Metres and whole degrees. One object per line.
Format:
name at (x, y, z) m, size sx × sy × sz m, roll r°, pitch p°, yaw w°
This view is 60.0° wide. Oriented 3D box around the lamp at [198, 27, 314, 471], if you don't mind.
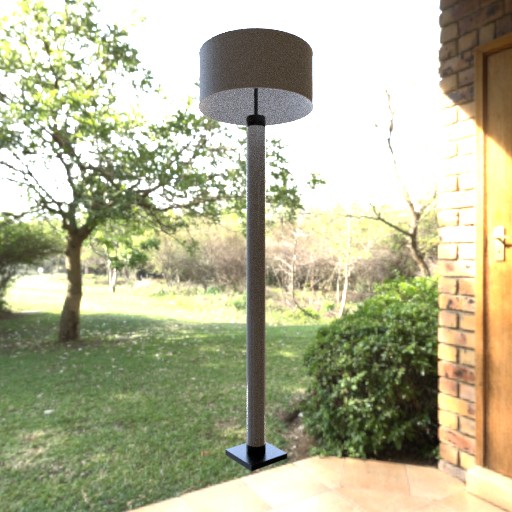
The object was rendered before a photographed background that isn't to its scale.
lamp at (0.000, 0.000, 1.622) m, size 0.420 × 1.475 × 0.420 m, roll 0°, pitch 0°, yaw -37°
